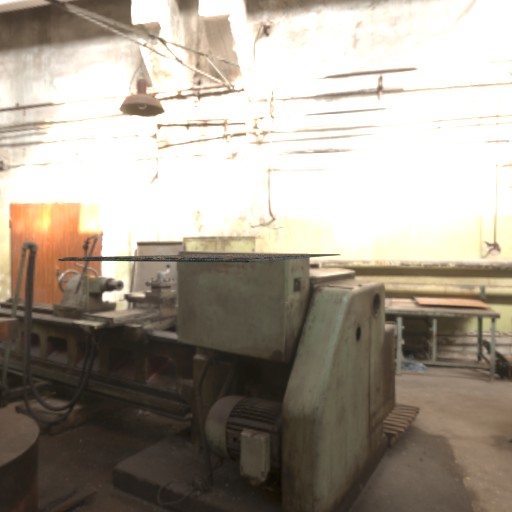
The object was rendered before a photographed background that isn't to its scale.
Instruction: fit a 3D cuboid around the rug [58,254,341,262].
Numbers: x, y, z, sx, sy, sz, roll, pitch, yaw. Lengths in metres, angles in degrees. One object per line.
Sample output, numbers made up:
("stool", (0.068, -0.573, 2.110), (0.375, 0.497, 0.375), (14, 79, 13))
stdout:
("rug", (0.000, 0.000, 2.487), (0.685, 0.014, 2.292), (0, 1, 17))
